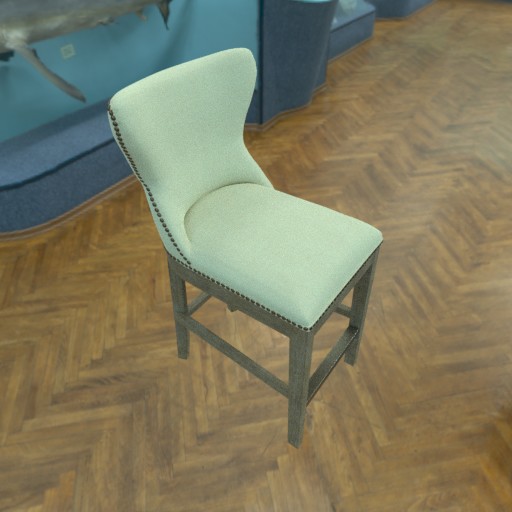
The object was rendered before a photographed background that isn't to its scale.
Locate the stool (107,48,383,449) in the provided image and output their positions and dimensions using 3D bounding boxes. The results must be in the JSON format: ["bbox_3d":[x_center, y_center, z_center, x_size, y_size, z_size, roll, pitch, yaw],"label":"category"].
[{"bbox_3d":[0.000,0.000,1.297,0.608,0.981,0.498,25,47,27],"label":"stool"}]
